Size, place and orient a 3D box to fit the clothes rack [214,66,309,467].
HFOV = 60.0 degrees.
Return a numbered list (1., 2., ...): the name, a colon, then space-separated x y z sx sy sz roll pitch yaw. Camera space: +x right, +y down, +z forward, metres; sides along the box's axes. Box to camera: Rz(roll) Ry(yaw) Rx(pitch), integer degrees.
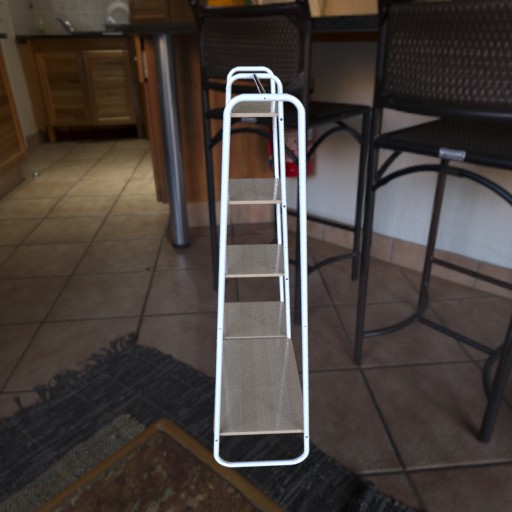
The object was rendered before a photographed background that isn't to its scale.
1. clothes rack: 0.000 0.000 1.991 0.400 1.500 1.011 -1 27 -2
